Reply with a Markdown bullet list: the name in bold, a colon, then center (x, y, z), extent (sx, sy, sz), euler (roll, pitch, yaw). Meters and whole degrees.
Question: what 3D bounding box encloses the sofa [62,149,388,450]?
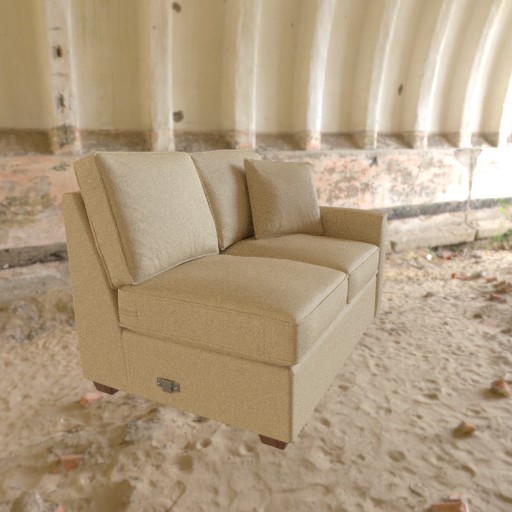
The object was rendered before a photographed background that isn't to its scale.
- **sofa**: center (0.000, 0.000, 2.118), extent (0.991, 0.989, 1.388), euler (7, 16, 26)
